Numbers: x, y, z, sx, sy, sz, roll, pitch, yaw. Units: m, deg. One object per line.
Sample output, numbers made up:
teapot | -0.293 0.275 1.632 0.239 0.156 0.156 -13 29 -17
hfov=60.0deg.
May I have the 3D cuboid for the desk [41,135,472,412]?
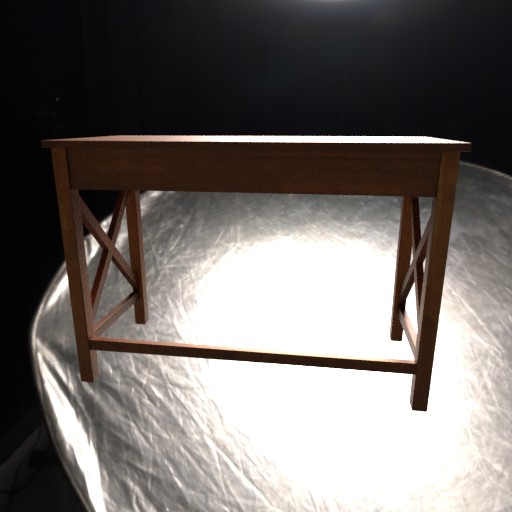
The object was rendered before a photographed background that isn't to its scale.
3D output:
desk | 0.000 0.000 1.485 1.117 0.762 0.508 2 17 8
